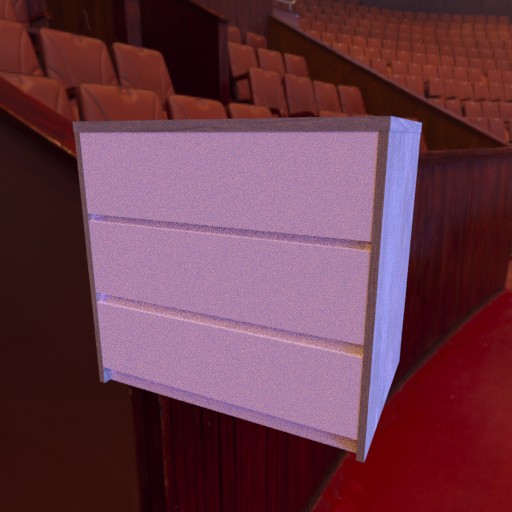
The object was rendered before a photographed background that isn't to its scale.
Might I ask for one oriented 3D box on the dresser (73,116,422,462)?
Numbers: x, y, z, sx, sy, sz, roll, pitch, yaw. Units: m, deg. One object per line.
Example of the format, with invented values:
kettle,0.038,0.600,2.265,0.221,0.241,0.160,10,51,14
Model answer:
dresser,0.000,0.000,1.319,0.809,0.762,0.529,7,17,25
